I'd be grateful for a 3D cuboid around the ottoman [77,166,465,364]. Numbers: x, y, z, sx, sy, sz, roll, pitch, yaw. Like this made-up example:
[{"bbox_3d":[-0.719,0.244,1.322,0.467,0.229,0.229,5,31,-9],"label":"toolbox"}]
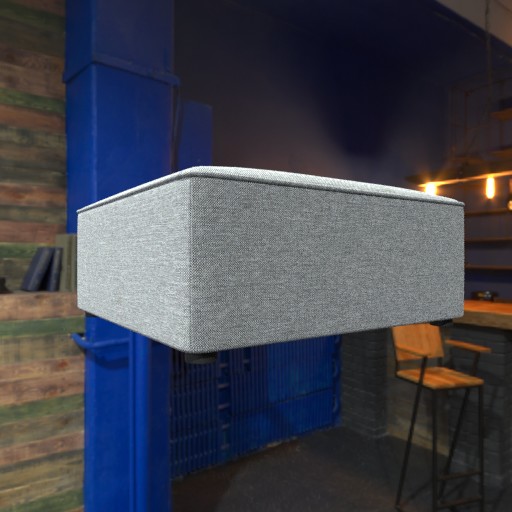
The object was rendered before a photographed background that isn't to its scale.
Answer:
[{"bbox_3d":[0.000,0.000,1.568,1.005,0.455,1.005,0,0,-34],"label":"ottoman"}]
